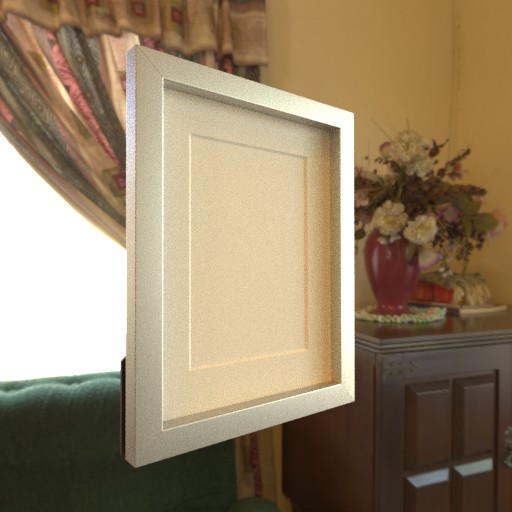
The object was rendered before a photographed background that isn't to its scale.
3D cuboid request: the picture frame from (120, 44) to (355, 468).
[{"bbox_3d":[0.000,0.000,0.512,0.307,0.386,0.036,0,-1,-38],"label":"picture frame"}]
